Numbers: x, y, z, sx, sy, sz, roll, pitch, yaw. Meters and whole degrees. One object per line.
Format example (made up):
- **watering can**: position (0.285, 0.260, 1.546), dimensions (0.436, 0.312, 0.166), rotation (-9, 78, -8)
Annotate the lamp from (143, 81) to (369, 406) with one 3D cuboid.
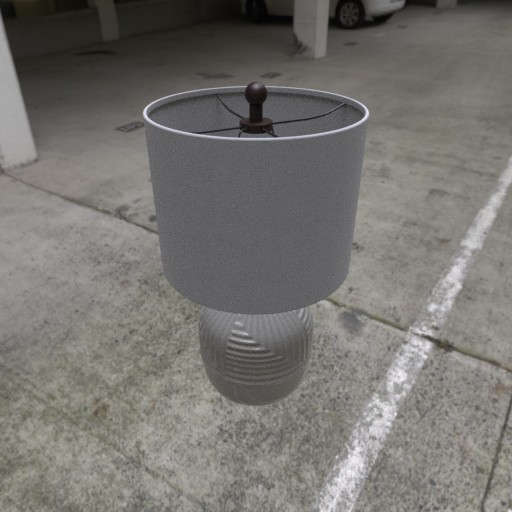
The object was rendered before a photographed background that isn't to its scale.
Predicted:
- **lamp**: position (0.000, 0.000, 0.765), dimensions (0.318, 0.567, 0.318), rotation (0, 31, 0)
